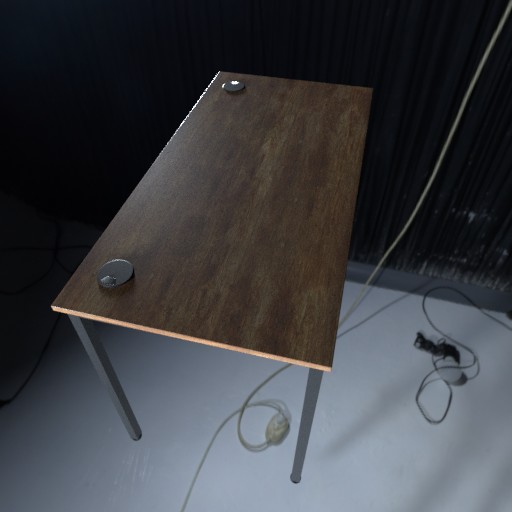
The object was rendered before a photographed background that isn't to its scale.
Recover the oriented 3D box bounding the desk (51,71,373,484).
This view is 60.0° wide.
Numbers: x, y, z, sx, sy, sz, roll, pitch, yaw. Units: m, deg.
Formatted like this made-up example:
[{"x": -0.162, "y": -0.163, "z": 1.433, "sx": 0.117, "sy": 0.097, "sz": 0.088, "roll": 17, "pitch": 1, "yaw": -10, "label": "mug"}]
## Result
[{"x": 0.000, "y": 0.000, "z": 1.564, "sx": 0.600, "sy": 0.749, "sz": 1.200, "roll": 10, "pitch": 47, "yaw": 10, "label": "desk"}]
